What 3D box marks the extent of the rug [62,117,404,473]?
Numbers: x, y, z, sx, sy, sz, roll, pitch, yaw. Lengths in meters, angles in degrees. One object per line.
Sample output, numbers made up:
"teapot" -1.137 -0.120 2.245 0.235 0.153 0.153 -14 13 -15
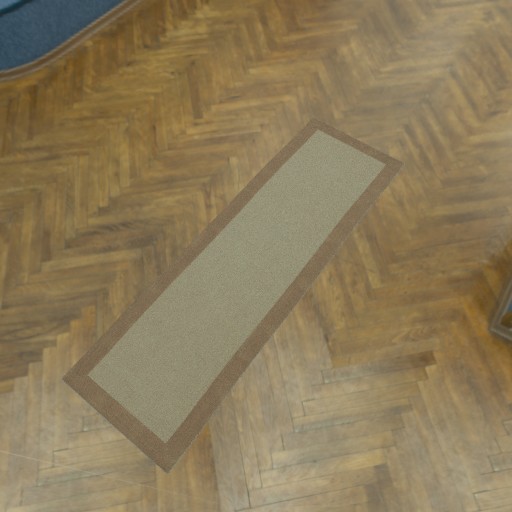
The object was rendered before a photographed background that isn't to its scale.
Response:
"rug" 0.000 0.000 2.711 0.767 0.012 2.430 33 65 17
